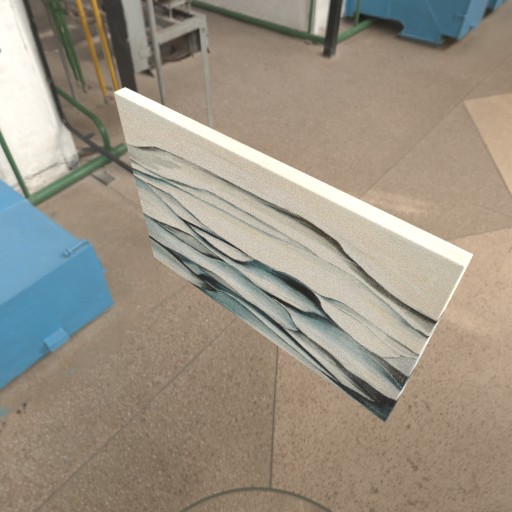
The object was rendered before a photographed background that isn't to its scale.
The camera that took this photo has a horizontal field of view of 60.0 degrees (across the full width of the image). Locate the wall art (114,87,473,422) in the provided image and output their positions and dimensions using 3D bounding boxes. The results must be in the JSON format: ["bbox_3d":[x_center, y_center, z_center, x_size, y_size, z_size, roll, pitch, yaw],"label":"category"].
[{"bbox_3d":[0.000,0.000,1.147,0.914,0.609,0.039,32,54,26],"label":"wall art"}]
